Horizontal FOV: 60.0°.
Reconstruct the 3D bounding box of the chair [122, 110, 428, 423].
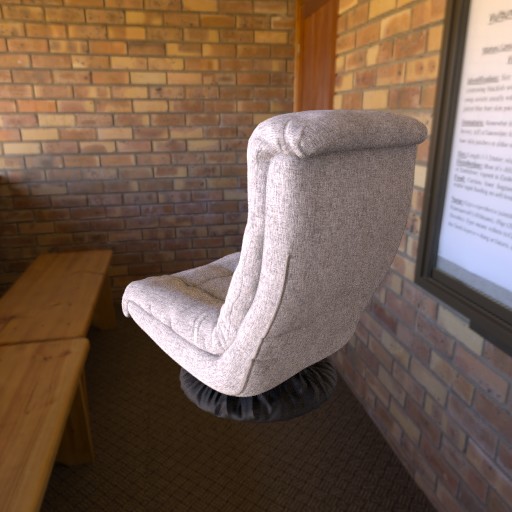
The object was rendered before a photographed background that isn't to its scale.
[{"bbox_3d":[0.000,0.000,0.967,0.400,0.600,0.583,-16,23,-41],"label":"chair"}]
